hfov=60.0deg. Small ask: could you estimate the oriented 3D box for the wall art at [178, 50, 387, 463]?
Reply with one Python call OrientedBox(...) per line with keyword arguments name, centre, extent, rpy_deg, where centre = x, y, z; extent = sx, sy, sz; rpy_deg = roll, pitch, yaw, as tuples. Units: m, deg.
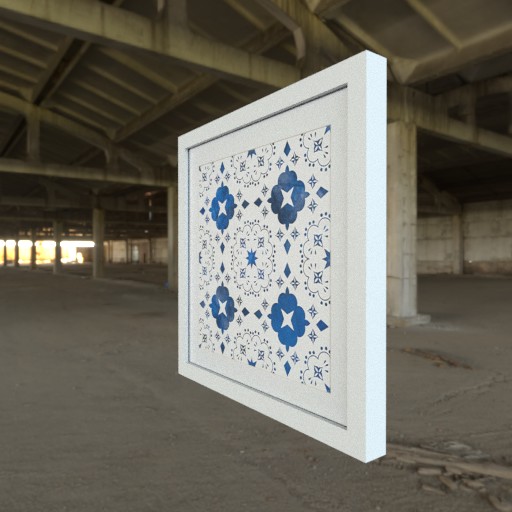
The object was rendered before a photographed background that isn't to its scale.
OrientedBox(name="wall art", centre=(0.000, 0.000, 0.531), extent=(0.027, 0.355, 0.355), rpy_deg=(0, 0, -37))
